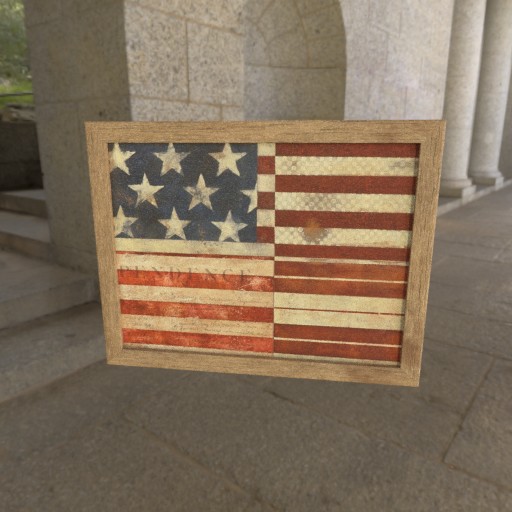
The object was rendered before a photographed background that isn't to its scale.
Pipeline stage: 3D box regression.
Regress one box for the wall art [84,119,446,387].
[{"bbox_3d":[0.000,0.000,0.917,0.690,0.535,0.026,2,15,8],"label":"wall art"}]
